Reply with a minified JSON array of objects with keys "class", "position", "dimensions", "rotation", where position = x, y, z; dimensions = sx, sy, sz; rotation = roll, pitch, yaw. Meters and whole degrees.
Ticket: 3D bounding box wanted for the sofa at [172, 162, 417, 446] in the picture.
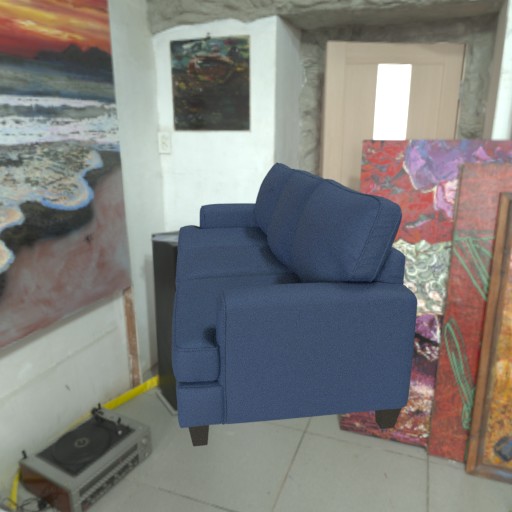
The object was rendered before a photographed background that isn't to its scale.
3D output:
[{"class":"sofa","position":[0.000,0.000,2.637],"dimensions":[0.951,0.965,2.158],"rotation":[-2,16,-8]}]
